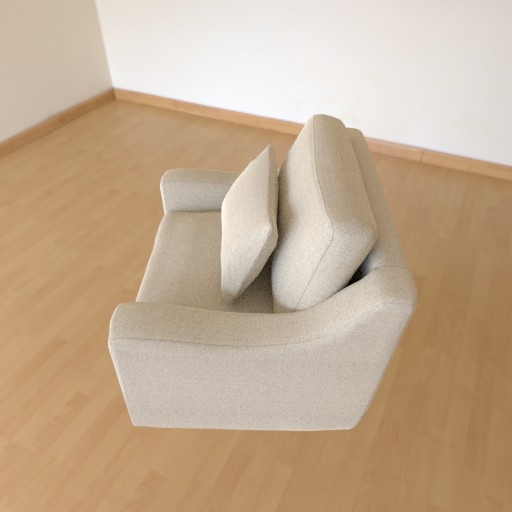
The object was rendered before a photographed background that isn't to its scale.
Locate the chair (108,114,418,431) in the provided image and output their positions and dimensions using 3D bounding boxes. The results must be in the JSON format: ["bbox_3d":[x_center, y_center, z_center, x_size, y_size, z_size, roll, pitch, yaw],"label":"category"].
[{"bbox_3d":[0.000,0.000,1.962,1.009,1.016,1.178,1,41,1],"label":"chair"}]
